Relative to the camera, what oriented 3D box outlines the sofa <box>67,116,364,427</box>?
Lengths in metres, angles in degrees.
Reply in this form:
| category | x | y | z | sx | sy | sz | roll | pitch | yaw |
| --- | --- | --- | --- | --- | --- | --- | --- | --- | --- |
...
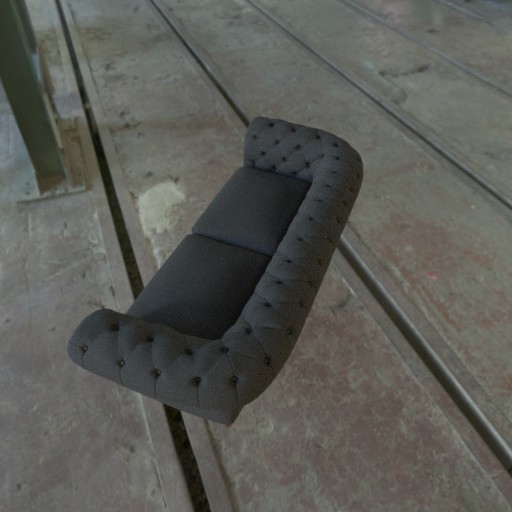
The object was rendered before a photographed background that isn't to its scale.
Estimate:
| category | x | y | z | sx | sy | sz | roll | pitch | yaw |
| --- | --- | --- | --- | --- | --- | --- | --- | --- | --- |
| sofa | 0.000 | 0.000 | 2.878 | 0.991 | 0.762 | 2.362 | 17 | 48 | 16 |
